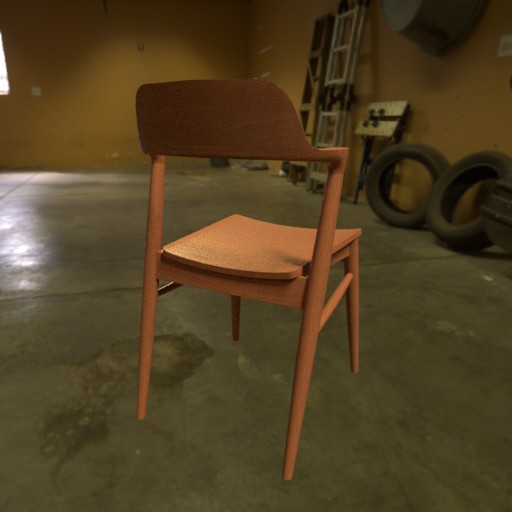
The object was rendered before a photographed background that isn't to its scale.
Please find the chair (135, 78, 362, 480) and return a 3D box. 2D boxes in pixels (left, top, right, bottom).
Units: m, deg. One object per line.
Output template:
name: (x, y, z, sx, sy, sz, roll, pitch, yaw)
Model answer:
chair: (0.000, 0.000, 1.128, 0.496, 0.801, 0.499, 9, 19, 27)
